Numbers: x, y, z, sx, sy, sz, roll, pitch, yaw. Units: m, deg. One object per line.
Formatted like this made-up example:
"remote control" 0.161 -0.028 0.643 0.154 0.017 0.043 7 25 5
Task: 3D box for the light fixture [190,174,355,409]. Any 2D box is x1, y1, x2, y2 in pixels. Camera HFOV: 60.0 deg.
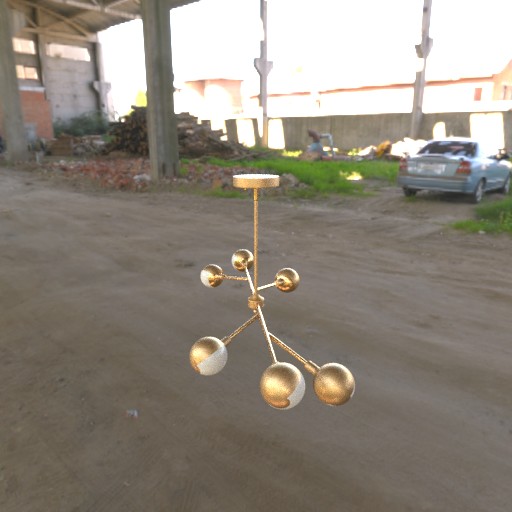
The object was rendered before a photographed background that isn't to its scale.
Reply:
"light fixture" 0.000 0.000 1.019 0.434 0.362 0.778 2 15 9
